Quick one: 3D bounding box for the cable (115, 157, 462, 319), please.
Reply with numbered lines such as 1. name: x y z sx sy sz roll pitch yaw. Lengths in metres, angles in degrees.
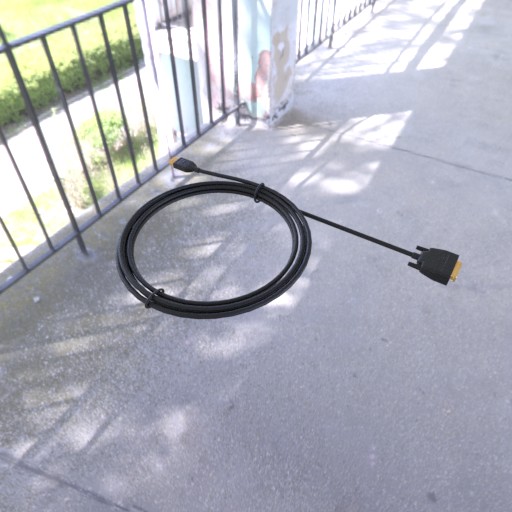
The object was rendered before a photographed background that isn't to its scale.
1. cable: 0.000 0.000 0.524 0.422 0.030 0.257 24 50 21
